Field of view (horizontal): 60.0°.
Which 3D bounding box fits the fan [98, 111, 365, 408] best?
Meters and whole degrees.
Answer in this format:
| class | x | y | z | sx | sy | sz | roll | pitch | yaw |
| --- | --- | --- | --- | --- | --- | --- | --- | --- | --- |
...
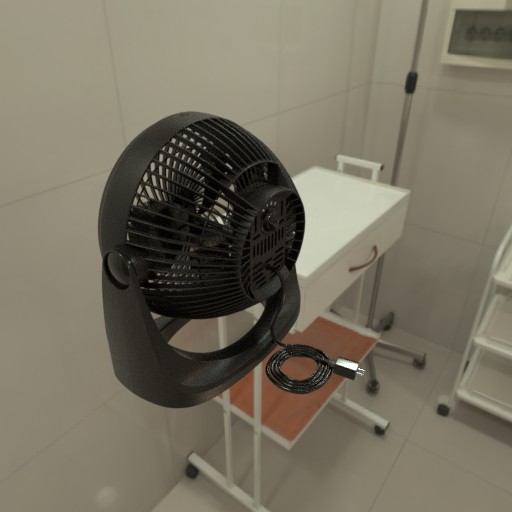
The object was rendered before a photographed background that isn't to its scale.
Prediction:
| class | x | y | z | sx | sy | sz | roll | pitch | yaw |
| --- | --- | --- | --- | --- | --- | --- | --- | --- | --- |
| fan | 0.000 | 0.000 | 0.483 | 0.256 | 0.277 | 0.273 | 21 | 36 | 31 |
